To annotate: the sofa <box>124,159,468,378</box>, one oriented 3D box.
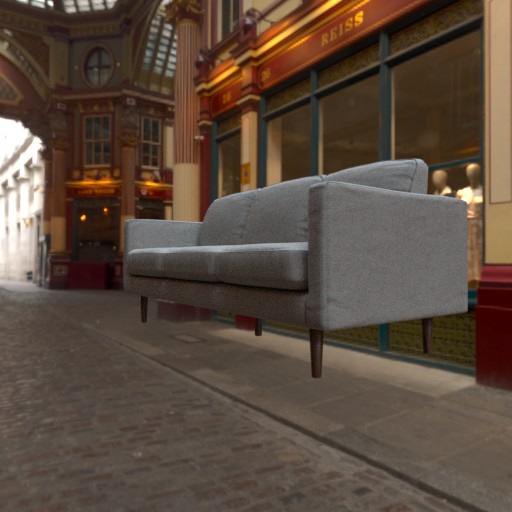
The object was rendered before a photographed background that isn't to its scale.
[{"bbox_3d":[0.000,0.000,2.538,0.944,0.918,1.983,0,0,-36],"label":"sofa"}]
